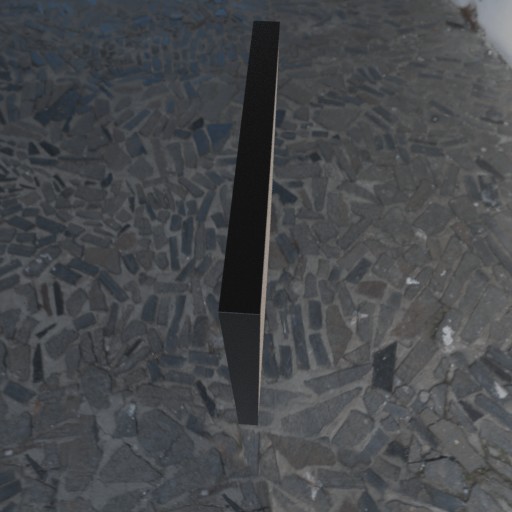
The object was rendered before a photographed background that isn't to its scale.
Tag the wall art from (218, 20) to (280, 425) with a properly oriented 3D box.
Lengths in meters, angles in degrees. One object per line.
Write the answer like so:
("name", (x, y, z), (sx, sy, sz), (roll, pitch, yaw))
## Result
("wall art", (0.000, 0.000, 0.750), (0.038, 0.551, 0.448), (3, 59, 2))
